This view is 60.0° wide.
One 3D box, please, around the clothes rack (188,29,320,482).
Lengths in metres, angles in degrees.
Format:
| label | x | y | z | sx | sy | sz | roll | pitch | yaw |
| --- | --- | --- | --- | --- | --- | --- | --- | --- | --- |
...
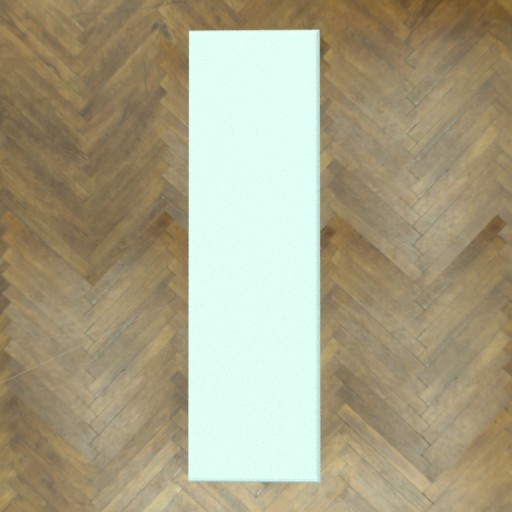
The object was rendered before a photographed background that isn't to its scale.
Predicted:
| label | x | y | z | sx | sy | sz | roll | pitch | yaw |
| --- | --- | --- | --- | --- | --- | --- | --- | --- | --- |
| clothes rack | 0.000 | 0.000 | 1.349 | 0.324 | 0.531 | 1.120 | 0 | 89 | 1 |
